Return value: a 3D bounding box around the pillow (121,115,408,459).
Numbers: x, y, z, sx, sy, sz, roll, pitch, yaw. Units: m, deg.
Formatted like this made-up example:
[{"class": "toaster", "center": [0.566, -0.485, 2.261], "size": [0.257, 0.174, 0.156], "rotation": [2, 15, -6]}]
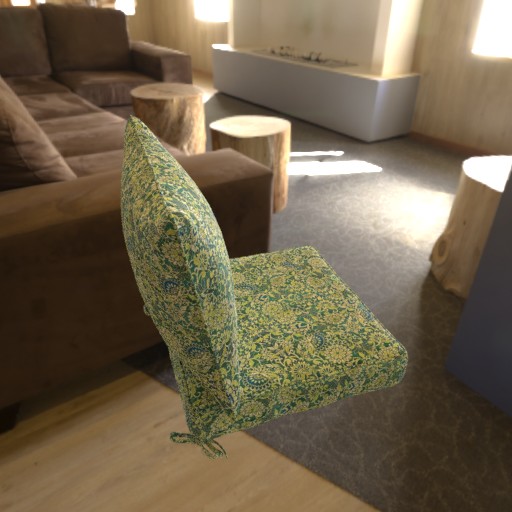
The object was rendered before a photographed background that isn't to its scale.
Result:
[{"class": "pillow", "center": [0.000, 0.000, 1.347], "size": [0.740, 0.722, 0.798], "rotation": [-10, 33, -16]}]
